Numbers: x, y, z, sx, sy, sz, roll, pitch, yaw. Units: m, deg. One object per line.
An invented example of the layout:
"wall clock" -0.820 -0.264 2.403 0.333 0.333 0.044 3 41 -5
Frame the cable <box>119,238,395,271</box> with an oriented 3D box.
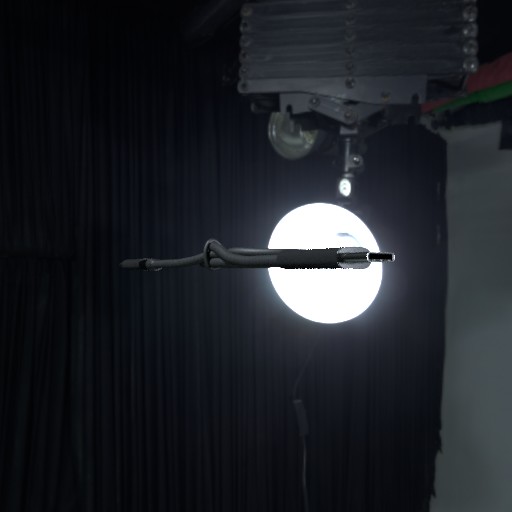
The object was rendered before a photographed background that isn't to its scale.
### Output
"cable" 0.000 0.000 0.206 0.070 0.014 0.186 1 -2 -36
